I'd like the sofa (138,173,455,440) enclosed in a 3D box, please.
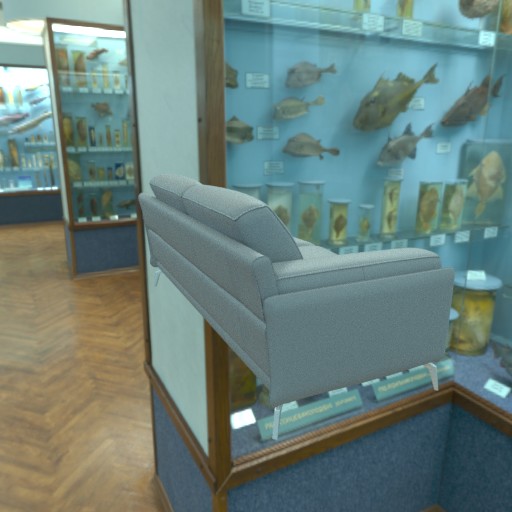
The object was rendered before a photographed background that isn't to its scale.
[{"bbox_3d":[0.000,0.000,2.663,0.969,0.900,2.100,-7,17,-25],"label":"sofa"}]
